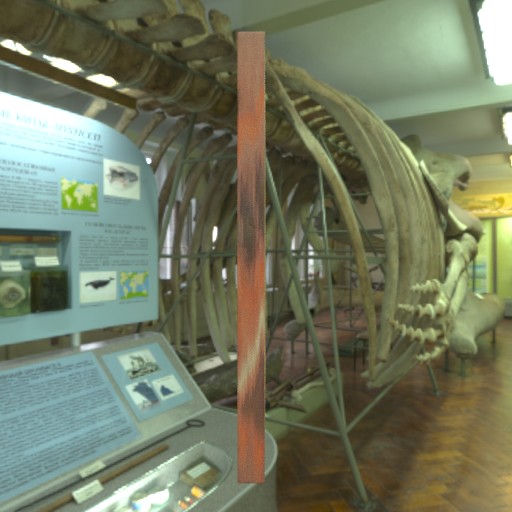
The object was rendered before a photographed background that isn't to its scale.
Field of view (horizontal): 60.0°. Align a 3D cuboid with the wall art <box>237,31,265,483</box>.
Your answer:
[{"bbox_3d":[0.000,0.000,0.897,0.037,0.609,0.603,0,1,1],"label":"wall art"}]
